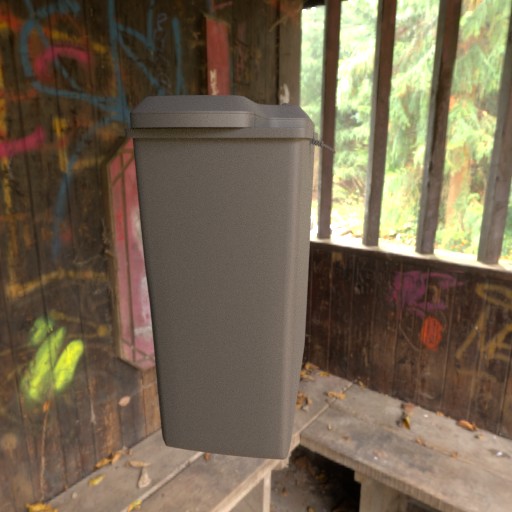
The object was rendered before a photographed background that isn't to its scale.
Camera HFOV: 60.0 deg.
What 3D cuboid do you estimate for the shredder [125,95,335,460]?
[{"bbox_3d":[0.000,0.000,0.512,0.170,0.335,0.320,2,15,9],"label":"shredder"}]
